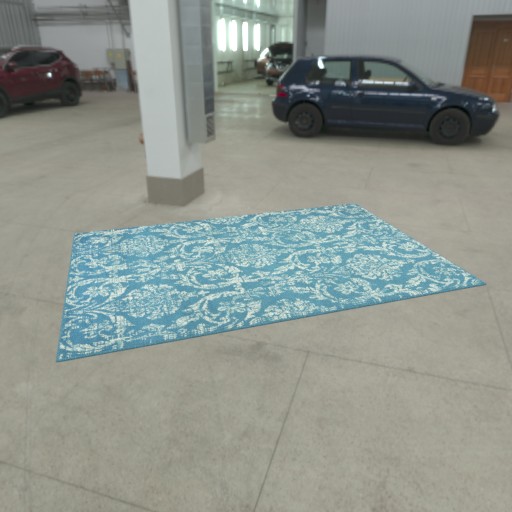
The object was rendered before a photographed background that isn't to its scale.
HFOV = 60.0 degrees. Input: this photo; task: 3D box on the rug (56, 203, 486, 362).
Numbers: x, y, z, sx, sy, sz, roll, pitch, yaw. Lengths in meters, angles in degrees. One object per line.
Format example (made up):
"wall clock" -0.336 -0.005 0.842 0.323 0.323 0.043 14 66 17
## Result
"rug" 0.000 0.000 3.448 2.746 0.018 1.816 -8 26 -16
